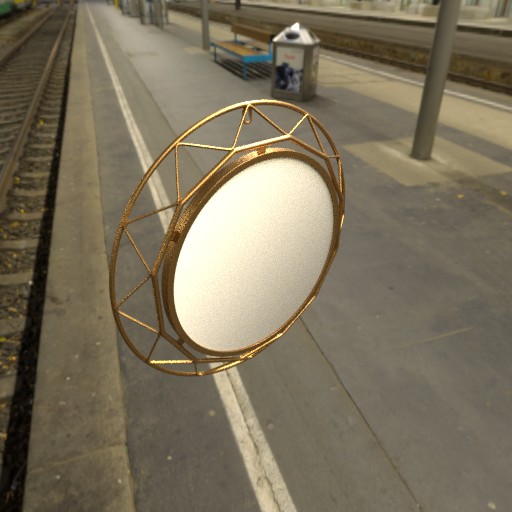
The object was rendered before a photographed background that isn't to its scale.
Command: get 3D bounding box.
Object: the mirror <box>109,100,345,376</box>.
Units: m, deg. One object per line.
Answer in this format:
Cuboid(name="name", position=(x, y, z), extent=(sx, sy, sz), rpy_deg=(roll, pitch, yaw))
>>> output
Cuboid(name="mirror", position=(0.000, 0.000, 0.683), extent=(0.454, 0.454, 0.043), rpy_deg=(-23, 38, -33))
